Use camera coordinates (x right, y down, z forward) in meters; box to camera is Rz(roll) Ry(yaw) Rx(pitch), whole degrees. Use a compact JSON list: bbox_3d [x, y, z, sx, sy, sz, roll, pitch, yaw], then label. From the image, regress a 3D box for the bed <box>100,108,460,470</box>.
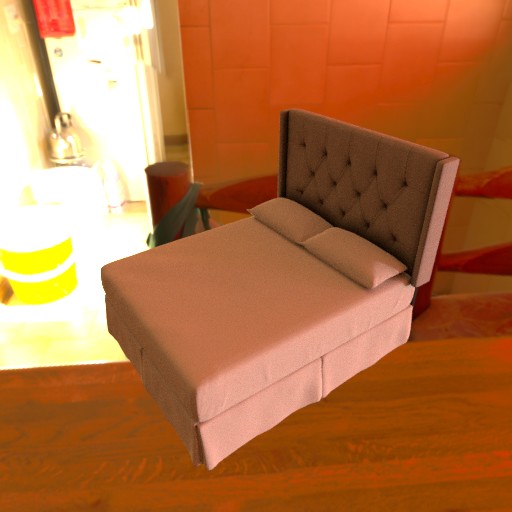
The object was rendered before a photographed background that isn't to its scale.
[{"bbox_3d":[0.000,0.000,3.411,2.066,1.665,1.719,-21,37,-30],"label":"bed"}]
